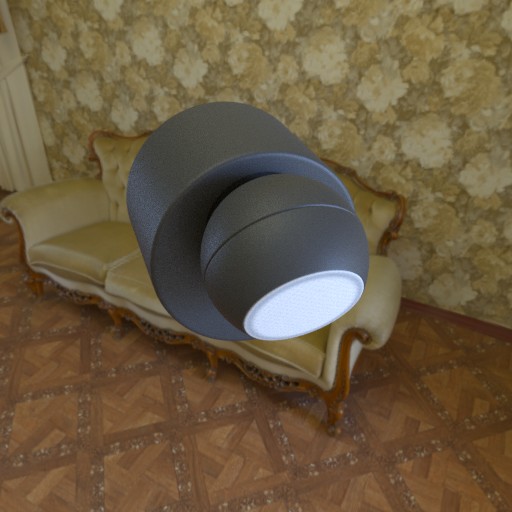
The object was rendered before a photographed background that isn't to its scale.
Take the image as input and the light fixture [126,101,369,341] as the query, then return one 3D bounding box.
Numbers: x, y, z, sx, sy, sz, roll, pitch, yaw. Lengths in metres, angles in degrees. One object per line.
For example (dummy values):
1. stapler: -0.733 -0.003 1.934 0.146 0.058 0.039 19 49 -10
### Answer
1. light fixture: 0.000 0.000 0.261 0.134 0.143 0.160 -10 33 -16
